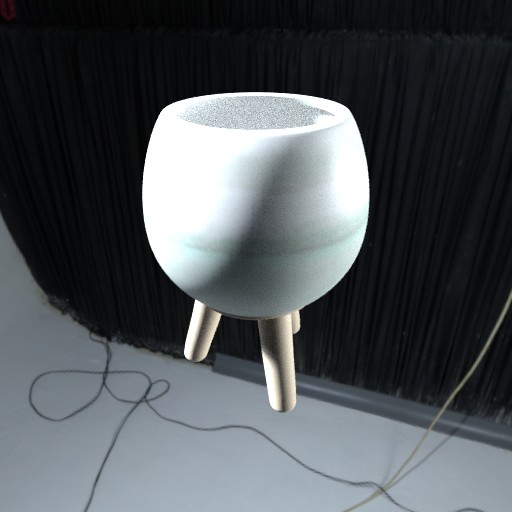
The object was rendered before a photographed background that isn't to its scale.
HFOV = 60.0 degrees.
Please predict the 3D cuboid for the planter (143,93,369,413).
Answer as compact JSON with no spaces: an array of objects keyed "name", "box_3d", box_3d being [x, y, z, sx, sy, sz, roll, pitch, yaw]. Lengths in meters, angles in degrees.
[{"name":"planter","box_3d":[0.000,0.000,0.348,0.161,0.224,0.161,0,30,0]}]
